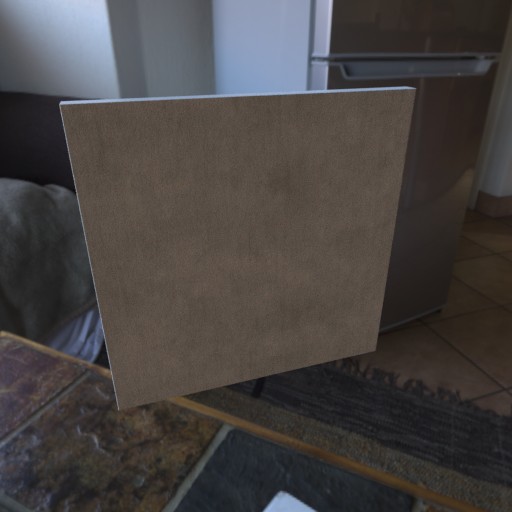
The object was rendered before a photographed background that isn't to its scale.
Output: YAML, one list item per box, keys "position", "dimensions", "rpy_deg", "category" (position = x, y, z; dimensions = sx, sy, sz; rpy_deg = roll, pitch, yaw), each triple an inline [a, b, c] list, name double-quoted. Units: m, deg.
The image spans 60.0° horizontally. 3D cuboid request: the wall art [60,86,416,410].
- position: [0.000, 0.000, 0.656]
  dimensions: [0.455, 0.453, 0.023]
  rpy_deg: [-9, 28, -16]
  category: "wall art"
